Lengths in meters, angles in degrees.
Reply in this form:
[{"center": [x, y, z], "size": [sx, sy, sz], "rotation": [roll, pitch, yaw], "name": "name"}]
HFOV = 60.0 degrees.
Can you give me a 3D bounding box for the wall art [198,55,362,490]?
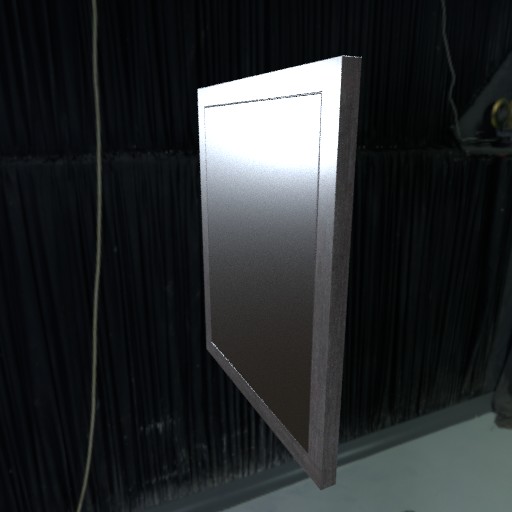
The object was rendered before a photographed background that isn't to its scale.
[{"center": [0.000, 0.000, 0.774], "size": [0.027, 0.580, 0.479], "rotation": [-8, 18, -25], "name": "wall art"}]
